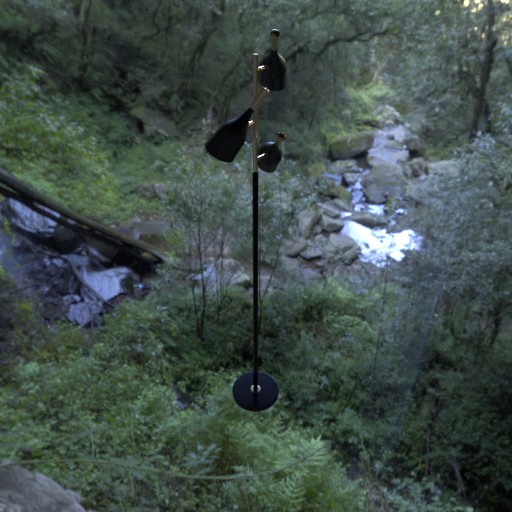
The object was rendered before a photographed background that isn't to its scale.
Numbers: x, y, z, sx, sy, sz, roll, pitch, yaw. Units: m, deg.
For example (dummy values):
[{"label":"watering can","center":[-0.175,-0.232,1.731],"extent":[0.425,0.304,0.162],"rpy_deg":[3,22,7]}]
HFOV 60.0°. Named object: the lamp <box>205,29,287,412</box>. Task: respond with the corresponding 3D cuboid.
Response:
[{"label":"lamp","center":[0.000,0.000,1.936],"extent":[0.253,1.778,0.434],"rpy_deg":[22,39,30]}]
